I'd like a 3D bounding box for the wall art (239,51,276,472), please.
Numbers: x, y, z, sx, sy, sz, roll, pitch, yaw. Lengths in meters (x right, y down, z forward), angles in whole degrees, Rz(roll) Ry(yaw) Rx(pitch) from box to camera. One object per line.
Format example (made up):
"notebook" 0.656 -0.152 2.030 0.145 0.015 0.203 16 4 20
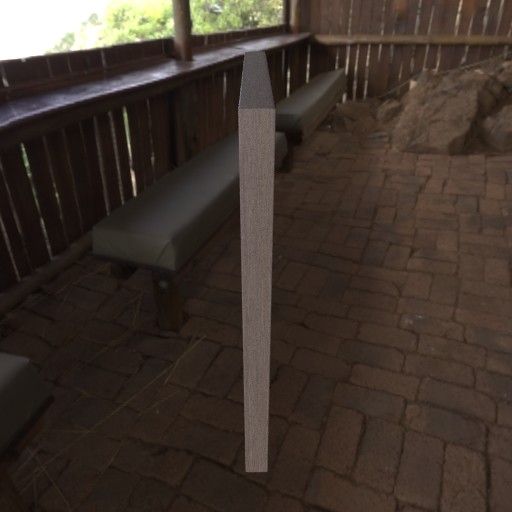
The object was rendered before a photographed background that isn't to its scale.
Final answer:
"wall art" 0.000 0.000 0.656 0.032 0.510 0.358 0 32 0
